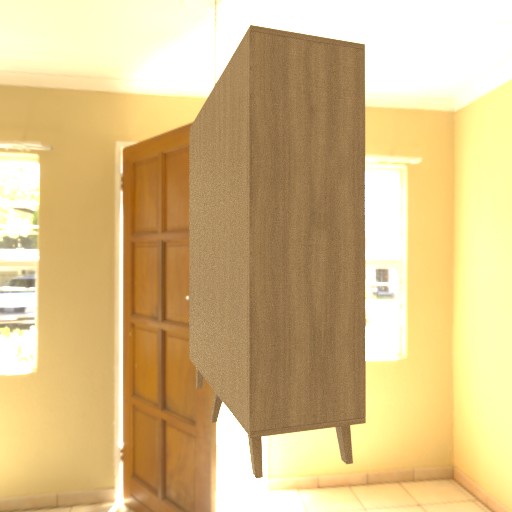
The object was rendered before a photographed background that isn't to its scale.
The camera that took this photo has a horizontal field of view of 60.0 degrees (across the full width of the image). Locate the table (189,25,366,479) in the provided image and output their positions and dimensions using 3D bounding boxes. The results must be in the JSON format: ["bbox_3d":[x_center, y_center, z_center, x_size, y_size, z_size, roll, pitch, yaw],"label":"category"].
[{"bbox_3d":[0.000,0.000,1.920,0.398,1.388,1.111,0,0,-18],"label":"table"}]
